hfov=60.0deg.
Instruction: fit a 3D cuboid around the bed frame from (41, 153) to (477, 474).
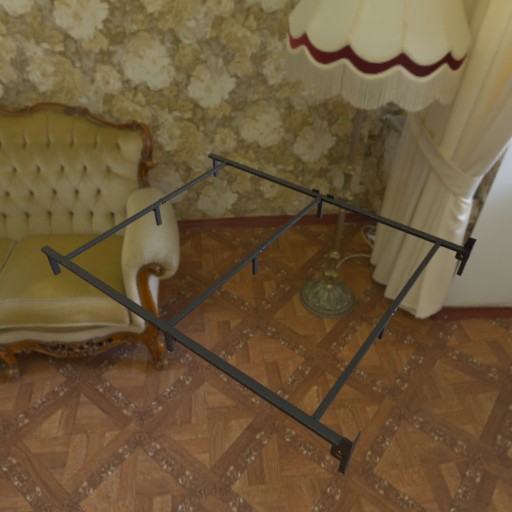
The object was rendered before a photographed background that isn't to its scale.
[{"bbox_3d":[0.000,0.000,2.578,1.990,0.248,1.498,26,46,27],"label":"bed frame"}]
